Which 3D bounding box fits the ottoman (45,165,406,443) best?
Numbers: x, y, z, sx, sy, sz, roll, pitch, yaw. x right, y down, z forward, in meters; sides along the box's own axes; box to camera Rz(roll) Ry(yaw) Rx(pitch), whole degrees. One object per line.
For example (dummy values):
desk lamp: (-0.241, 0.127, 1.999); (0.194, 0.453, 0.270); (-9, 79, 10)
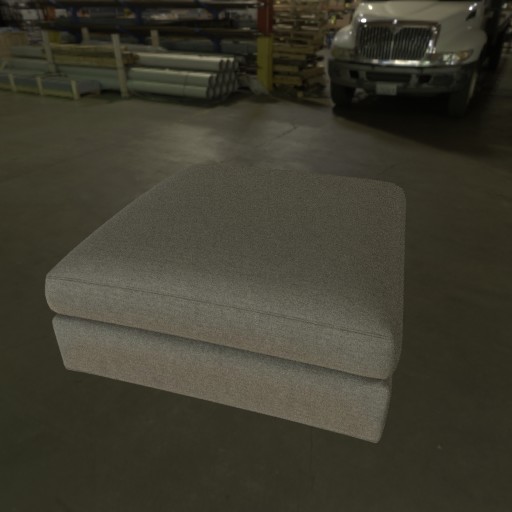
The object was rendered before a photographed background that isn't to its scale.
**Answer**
ottoman: (0.000, 0.000, 1.648); (1.041, 0.470, 1.041); (9, 31, 14)
